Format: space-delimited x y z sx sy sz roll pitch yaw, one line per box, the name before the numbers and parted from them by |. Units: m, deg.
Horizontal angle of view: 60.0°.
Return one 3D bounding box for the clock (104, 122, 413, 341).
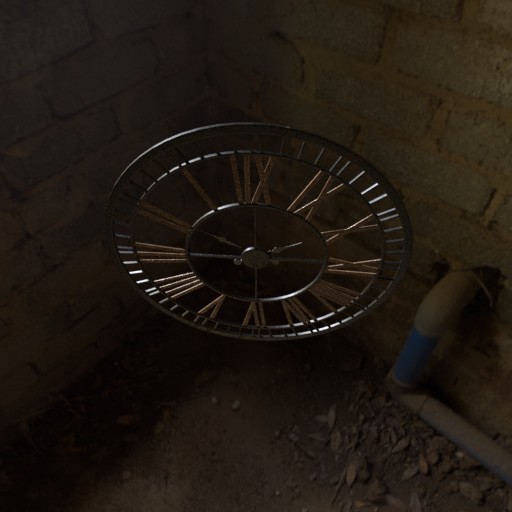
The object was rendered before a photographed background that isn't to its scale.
clock | 0.000 0.000 1.254 0.843 0.843 0.025 3 47 3
